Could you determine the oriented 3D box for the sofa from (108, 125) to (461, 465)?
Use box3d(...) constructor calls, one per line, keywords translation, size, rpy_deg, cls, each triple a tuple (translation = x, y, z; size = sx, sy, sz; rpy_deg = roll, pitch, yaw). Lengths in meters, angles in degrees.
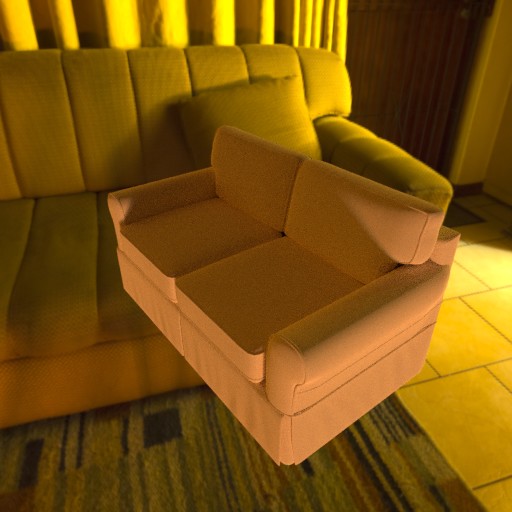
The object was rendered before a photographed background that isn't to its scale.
box3d(translation=(0.000, 0.000, 2.358), size=(0.991, 0.940, 1.727), rpy_deg=(-22, 38, -31), cls="sofa")
